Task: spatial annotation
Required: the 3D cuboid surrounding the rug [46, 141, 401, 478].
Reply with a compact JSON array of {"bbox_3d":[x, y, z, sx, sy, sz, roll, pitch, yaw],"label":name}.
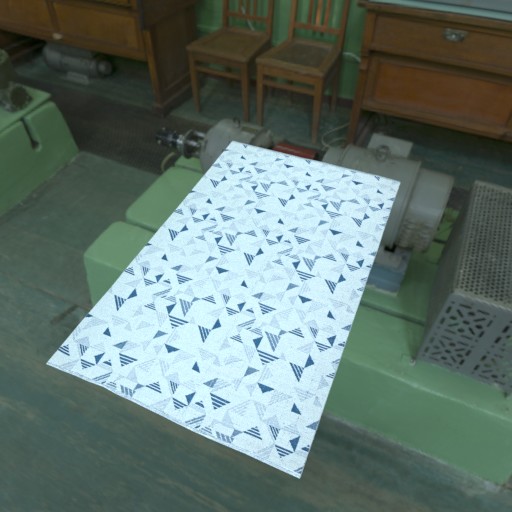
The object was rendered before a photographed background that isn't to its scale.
[{"bbox_3d":[0.000,0.000,3.050,1.512,0.009,2.457,18,50,16],"label":"rug"}]
